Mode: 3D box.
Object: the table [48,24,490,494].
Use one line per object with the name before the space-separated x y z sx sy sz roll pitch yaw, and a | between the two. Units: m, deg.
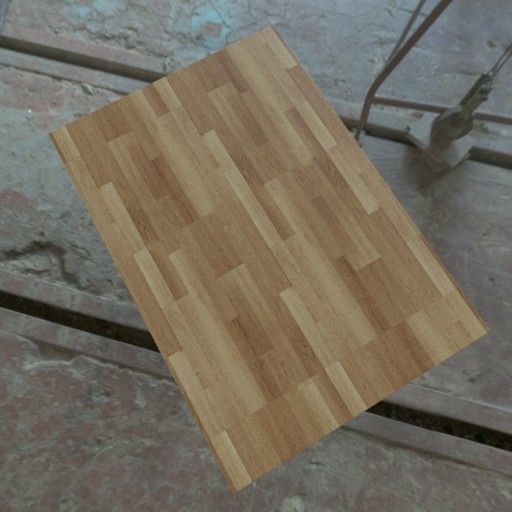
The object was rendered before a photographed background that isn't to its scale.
table | 0.000 0.000 1.801 0.900 0.750 1.300 -29 77 -7
